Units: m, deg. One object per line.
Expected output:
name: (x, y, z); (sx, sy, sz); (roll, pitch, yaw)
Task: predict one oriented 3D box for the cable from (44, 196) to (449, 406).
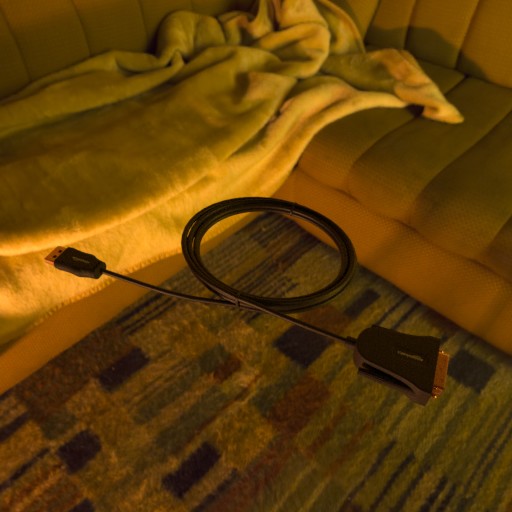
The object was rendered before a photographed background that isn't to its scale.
cable: (0.000, 0.000, 0.329); (0.281, 0.015, 0.136); (17, 48, 16)
